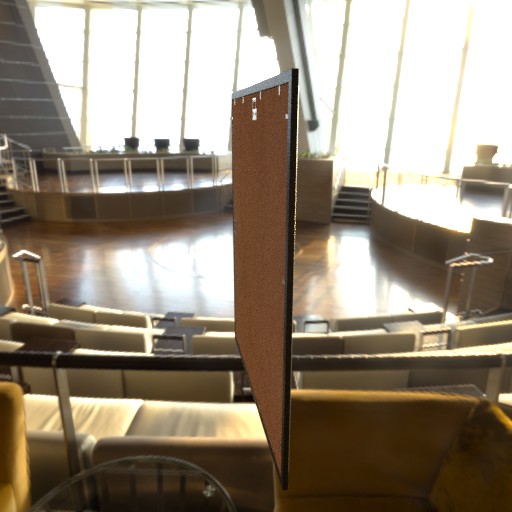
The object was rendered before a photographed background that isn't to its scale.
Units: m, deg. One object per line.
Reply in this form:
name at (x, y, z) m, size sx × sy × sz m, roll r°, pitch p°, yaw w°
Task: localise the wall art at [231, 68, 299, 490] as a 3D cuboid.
wall art at (0.000, 0.000, 0.915) m, size 0.018 × 0.660 × 0.559 m, roll -3°, pitch 17°, yaw -10°
